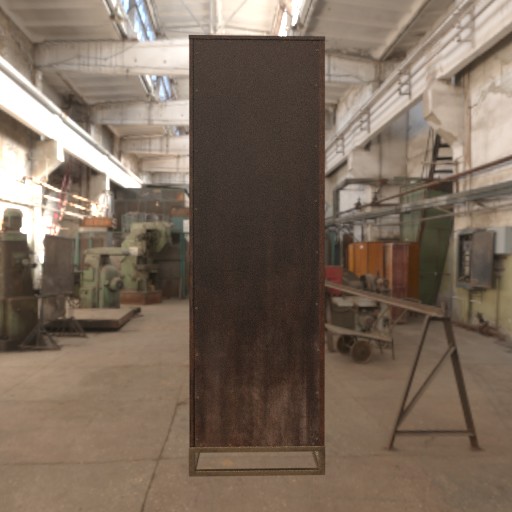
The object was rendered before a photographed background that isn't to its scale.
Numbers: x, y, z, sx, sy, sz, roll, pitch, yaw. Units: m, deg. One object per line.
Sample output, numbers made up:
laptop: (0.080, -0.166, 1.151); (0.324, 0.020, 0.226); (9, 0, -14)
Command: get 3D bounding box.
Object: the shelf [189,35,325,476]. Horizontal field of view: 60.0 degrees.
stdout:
shelf: (0.000, 0.000, 1.940); (0.539, 1.732, 0.395); (0, 0, -1)
